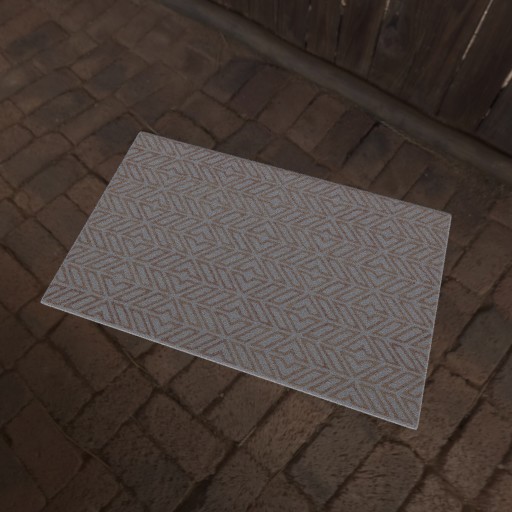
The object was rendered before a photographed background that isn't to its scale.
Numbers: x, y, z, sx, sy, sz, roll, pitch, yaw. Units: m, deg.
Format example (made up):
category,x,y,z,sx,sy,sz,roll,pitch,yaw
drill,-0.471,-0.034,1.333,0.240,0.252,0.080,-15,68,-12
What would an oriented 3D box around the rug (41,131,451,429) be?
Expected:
category,x,y,z,sx,sy,sz,roll,pitch,yaw
rug,0.000,0.000,3.013,2.438,0.008,1.523,17,65,8
